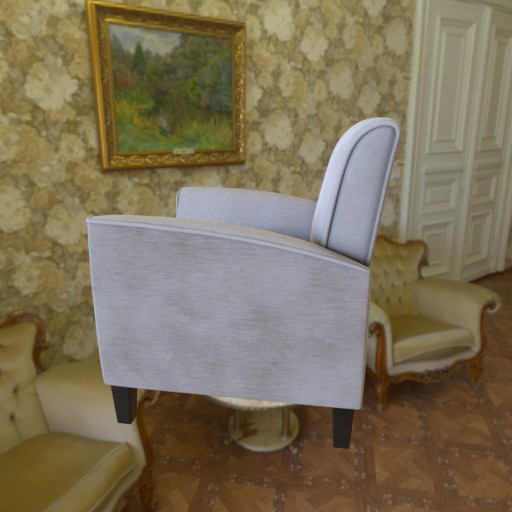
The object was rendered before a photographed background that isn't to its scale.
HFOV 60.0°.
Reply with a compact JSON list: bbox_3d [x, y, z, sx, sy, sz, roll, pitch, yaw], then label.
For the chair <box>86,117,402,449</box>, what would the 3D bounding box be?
[{"bbox_3d":[0.000,0.000,1.557,0.821,0.915,0.820,3,15,10],"label":"chair"}]
